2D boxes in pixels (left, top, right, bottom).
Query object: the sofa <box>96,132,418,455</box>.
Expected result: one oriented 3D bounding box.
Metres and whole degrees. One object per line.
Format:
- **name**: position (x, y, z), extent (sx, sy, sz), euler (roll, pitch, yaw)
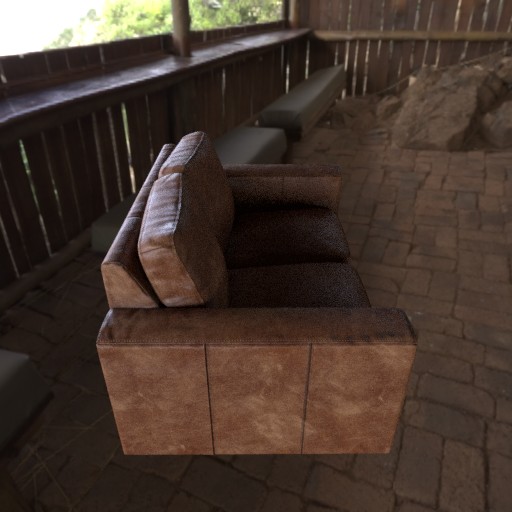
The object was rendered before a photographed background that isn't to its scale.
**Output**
- **sofa**: position (0.000, 0.000, 2.178), extent (1.041, 0.889, 1.626), euler (0, 32, 0)
